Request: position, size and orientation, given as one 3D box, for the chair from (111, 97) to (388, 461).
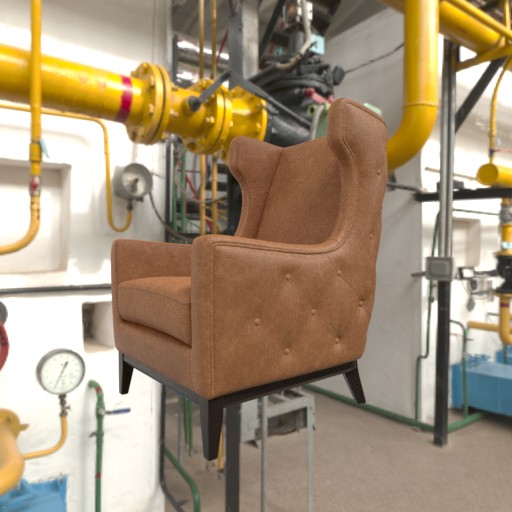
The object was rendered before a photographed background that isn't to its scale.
[{"bbox_3d":[0.000,0.000,1.693,0.899,1.079,0.766,0,1,-36],"label":"chair"}]
